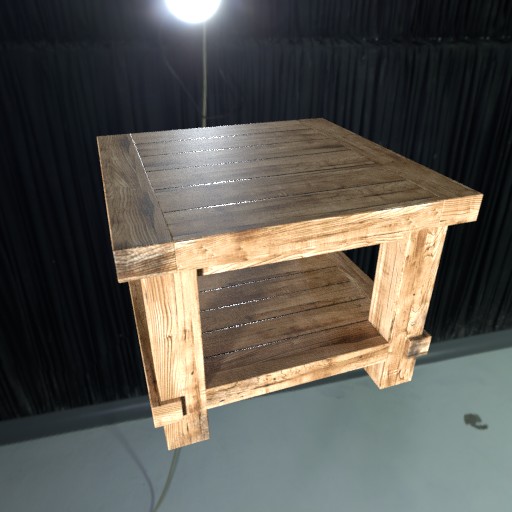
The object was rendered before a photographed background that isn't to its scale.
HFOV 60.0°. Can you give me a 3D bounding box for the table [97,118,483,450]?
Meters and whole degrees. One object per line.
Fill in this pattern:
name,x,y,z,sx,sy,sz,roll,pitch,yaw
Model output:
table,0.000,0.000,1.031,0.610,0.457,0.610,-10,31,-17
